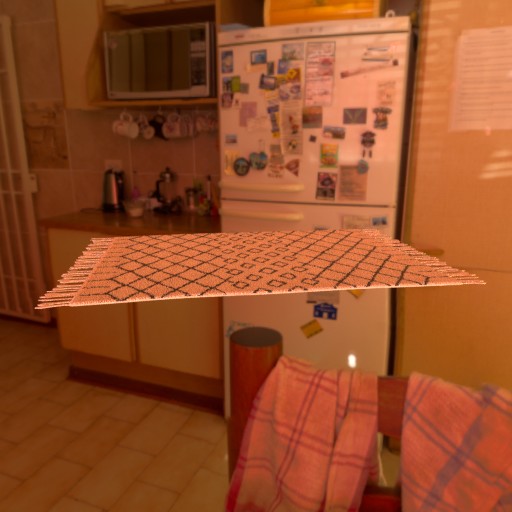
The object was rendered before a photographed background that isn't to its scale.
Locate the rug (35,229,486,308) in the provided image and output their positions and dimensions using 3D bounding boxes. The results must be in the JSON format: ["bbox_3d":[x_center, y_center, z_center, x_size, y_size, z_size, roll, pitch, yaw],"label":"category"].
[{"bbox_3d":[0.000,0.000,3.246,2.615,0.029,1.664,-2,15,-9],"label":"rug"}]
